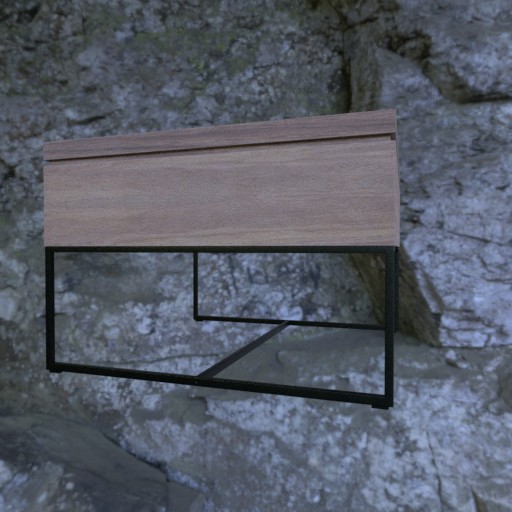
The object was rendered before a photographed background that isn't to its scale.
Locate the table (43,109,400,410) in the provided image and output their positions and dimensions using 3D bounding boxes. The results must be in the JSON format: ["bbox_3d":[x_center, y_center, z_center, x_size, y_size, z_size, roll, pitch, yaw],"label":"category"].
[{"bbox_3d":[0.000,0.000,1.107,0.676,0.464,0.679,0,1,18],"label":"table"}]
